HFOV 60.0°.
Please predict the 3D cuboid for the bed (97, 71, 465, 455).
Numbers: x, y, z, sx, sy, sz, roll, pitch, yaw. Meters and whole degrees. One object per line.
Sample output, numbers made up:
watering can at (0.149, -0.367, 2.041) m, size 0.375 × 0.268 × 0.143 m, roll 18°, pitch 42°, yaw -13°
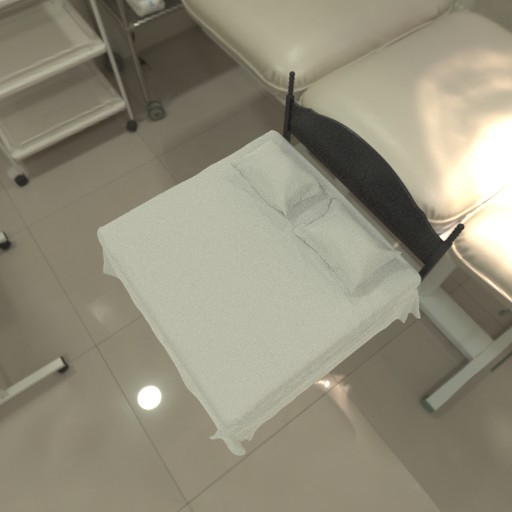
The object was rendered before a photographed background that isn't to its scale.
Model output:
bed at (0.000, 0.000, 3.684) m, size 2.219 × 1.355 × 2.322 m, roll -33°, pitch 68°, yaw -16°
